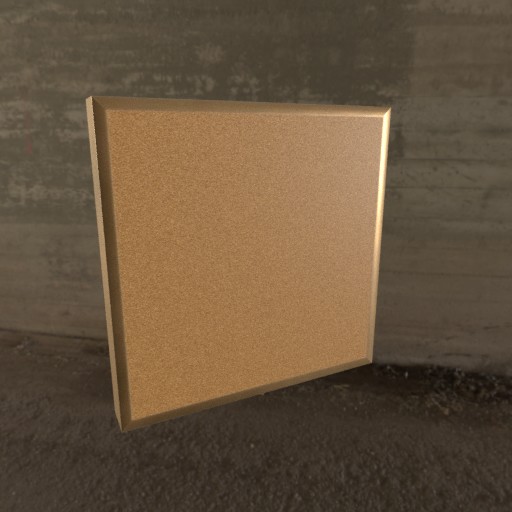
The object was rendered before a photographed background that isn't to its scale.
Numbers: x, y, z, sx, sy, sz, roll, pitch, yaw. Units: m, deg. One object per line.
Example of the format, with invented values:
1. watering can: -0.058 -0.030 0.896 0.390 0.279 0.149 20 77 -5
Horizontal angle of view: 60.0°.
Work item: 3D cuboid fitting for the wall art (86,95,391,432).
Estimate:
1. wall art: 0.000 0.000 0.465 0.305 0.303 0.038 -7 17 -25
